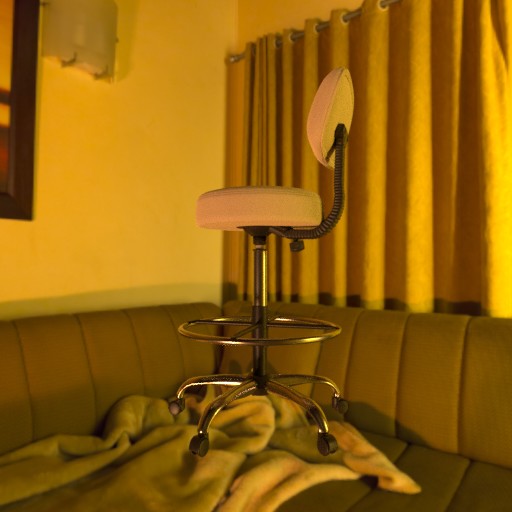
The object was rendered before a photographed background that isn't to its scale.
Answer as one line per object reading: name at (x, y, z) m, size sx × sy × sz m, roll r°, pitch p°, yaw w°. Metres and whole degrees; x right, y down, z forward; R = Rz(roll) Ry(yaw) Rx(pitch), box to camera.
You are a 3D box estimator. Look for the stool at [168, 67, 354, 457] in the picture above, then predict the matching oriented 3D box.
stool at (0.000, 0.000, 1.444) m, size 0.616 × 1.080 × 0.609 m, roll 0°, pitch -1°, yaw 17°
